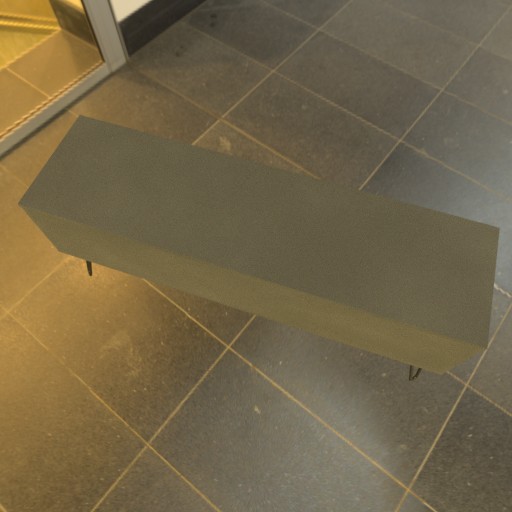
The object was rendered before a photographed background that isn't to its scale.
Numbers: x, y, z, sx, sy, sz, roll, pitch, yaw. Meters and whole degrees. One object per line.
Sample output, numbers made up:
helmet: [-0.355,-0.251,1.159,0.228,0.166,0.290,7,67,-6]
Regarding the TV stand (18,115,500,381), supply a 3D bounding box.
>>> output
TV stand: [0.000,0.000,1.585,1.400,0.560,0.400,17,64,8]
